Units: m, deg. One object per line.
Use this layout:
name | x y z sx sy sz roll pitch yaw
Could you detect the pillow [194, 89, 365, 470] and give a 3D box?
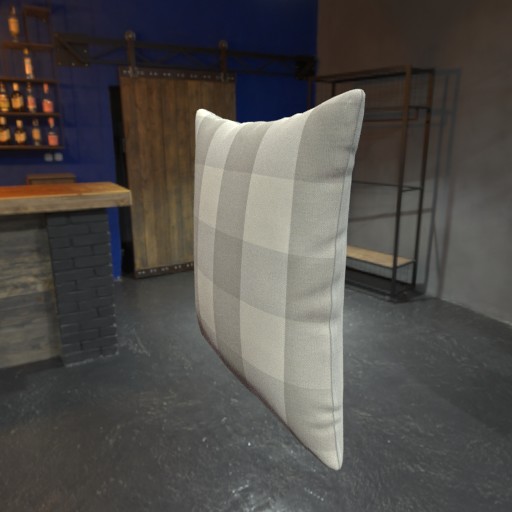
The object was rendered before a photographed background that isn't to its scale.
pillow | 0.000 0.000 0.774 0.161 0.509 0.511 -8 17 -26
